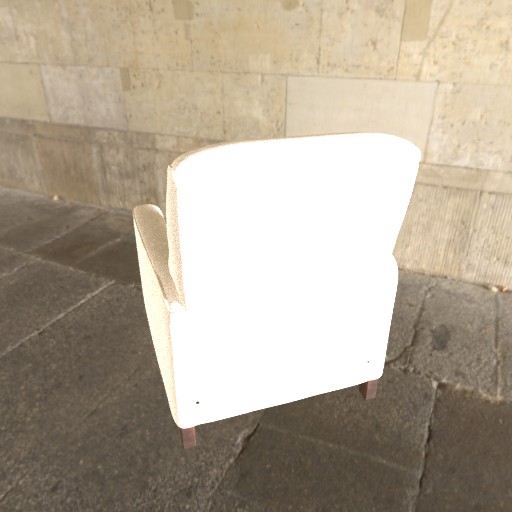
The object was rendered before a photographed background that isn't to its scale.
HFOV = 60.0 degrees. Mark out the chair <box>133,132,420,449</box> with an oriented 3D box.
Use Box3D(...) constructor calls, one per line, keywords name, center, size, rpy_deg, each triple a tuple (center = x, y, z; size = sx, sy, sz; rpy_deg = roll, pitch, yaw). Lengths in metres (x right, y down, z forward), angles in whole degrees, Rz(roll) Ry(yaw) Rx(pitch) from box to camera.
Box3D(name="chair", center=(0.000, 0.000, 1.663), size=(0.841, 1.028, 0.858), rpy_deg=(-9, 29, -17))
